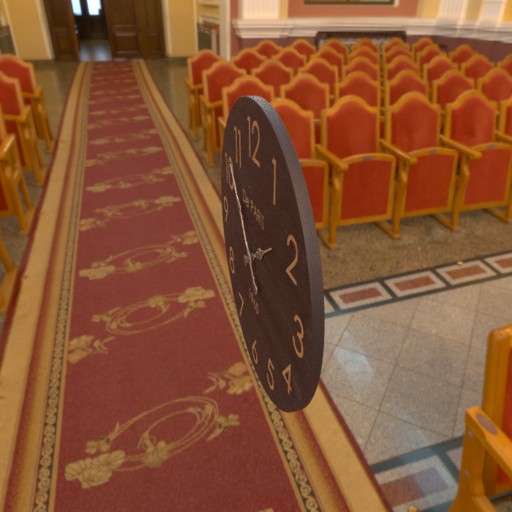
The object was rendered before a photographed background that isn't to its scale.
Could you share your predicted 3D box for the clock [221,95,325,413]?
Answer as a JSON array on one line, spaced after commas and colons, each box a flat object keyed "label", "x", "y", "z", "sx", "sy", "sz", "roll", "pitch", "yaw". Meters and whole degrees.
[{"label": "clock", "x": 0.000, "y": 0.000, "z": 0.876, "sx": 0.029, "sy": 0.595, "sz": 0.595, "roll": -8, "pitch": 31, "yaw": -14}]
